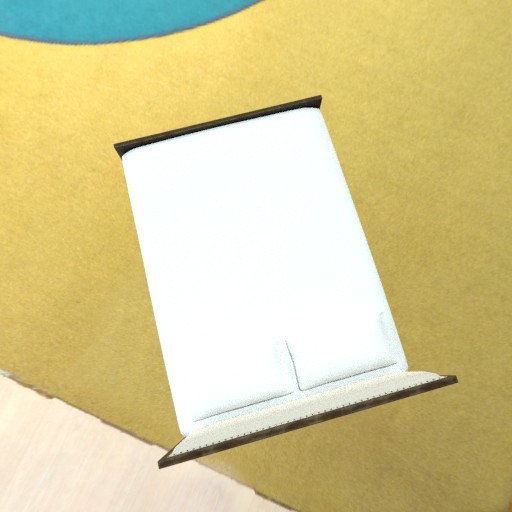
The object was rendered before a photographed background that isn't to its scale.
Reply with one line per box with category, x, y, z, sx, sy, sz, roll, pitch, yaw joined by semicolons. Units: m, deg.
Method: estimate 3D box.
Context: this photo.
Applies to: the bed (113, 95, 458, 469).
bed;0.000;0.000;3.184;1.607;1.313;2.221;-15;76;-4
